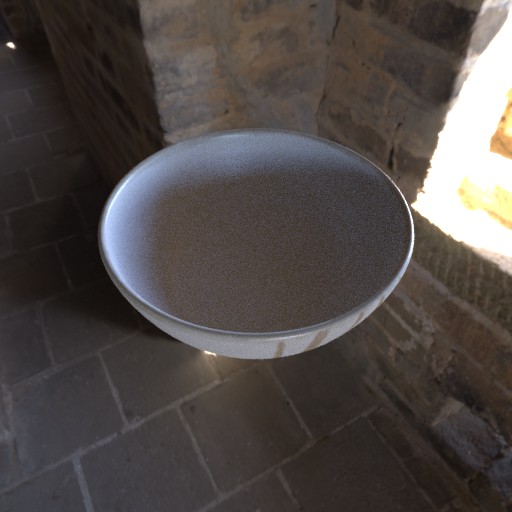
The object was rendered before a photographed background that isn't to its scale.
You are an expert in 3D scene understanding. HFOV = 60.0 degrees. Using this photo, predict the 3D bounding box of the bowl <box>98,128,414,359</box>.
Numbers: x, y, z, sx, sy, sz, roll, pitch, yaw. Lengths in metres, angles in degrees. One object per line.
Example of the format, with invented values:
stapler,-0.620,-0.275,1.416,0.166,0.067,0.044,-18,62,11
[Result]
bowl,0.000,0.000,0.429,0.268,0.121,0.268,0,46,0
